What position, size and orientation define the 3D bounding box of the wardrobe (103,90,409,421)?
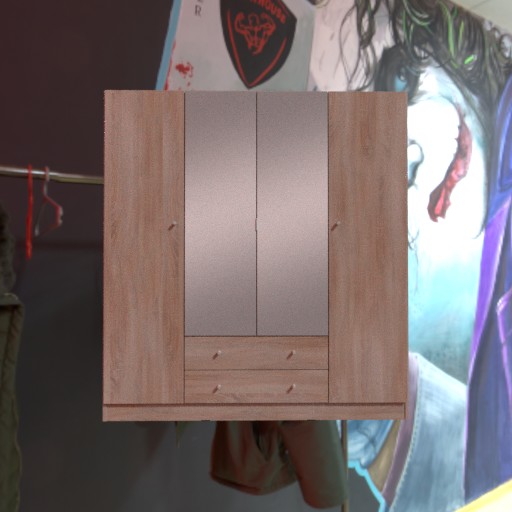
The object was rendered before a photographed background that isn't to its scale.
[{"bbox_3d":[0.000,0.000,3.148,1.998,2.159,0.598,0,-1,-1],"label":"wardrobe"}]
